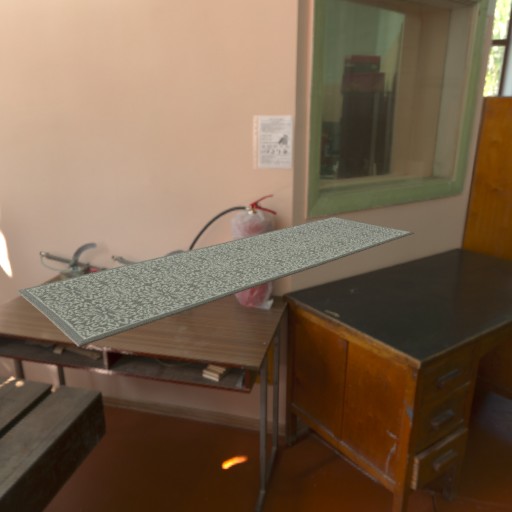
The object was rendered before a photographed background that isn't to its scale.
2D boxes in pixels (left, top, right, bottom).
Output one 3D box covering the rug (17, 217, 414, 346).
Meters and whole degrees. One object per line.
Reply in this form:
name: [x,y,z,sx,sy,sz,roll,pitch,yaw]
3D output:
rug: [0.000,0.000,2.390,2.196,0.011,0.662,-15,23,-41]
